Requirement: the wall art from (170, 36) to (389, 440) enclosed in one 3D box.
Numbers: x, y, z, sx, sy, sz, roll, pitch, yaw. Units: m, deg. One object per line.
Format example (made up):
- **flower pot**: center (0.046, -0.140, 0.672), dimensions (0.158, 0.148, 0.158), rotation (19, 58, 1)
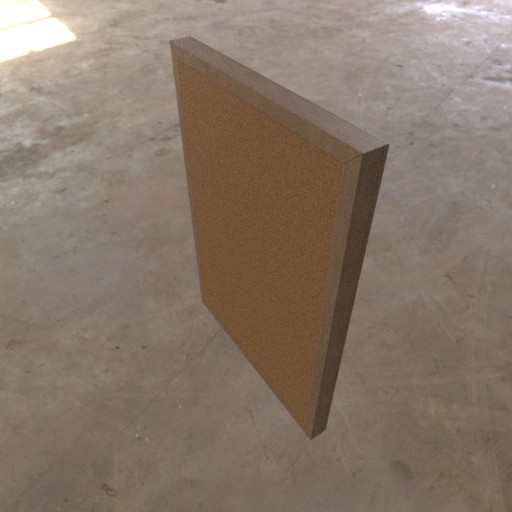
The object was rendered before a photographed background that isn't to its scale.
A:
- **wall art**: center (0.000, 0.000, 0.647), dimensions (0.031, 0.509, 0.356), rotation (-25, 48, -25)
